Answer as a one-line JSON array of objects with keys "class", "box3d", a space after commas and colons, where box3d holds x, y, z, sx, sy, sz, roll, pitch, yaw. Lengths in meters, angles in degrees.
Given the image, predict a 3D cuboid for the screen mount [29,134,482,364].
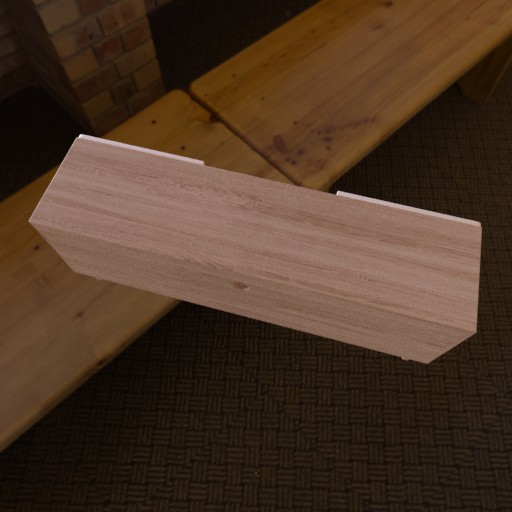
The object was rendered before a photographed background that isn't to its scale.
[{"class": "screen mount", "box3d": [0.000, 0.000, 1.776, 1.500, 0.570, 0.420, 14, 65, 7]}]
